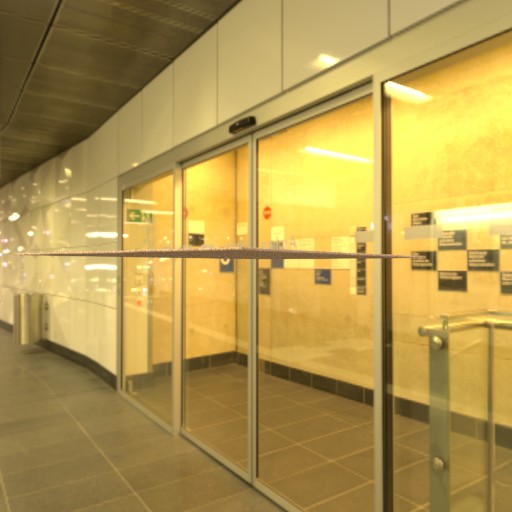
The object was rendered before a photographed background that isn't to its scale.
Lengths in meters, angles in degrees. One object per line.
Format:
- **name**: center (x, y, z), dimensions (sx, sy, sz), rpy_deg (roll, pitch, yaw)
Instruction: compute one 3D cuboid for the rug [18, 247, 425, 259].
- **rug**: center (0.000, 0.000, 2.315), dimensions (1.225, 0.013, 1.840), rpy_deg (-1, -1, 36)
